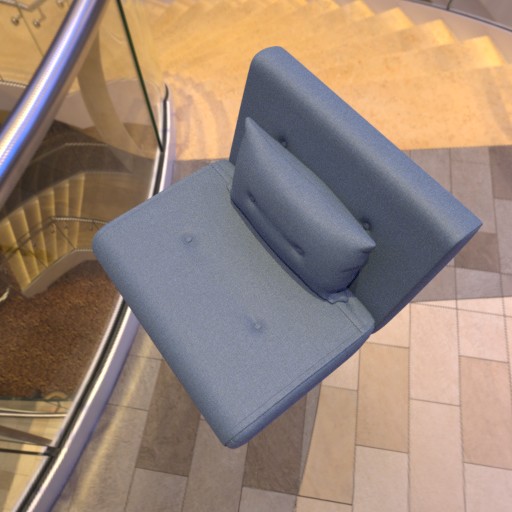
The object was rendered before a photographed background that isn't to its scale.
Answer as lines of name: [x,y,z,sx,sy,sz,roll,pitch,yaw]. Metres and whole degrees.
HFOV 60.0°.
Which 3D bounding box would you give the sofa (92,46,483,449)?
sofa: [0.000,0.000,1.713,0.996,0.860,0.999,-35,69,-15]
